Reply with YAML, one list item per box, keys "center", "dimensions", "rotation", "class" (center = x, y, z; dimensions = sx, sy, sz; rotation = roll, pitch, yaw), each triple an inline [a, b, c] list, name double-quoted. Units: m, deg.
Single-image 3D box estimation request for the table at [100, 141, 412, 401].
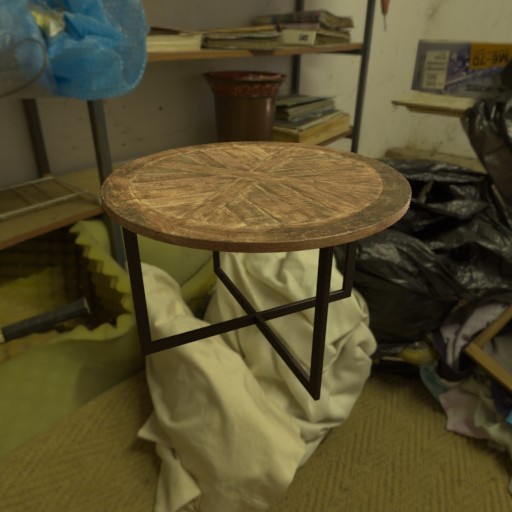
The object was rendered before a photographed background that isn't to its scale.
- center: [0.000, 0.000, 2.063]
  dimensions: [1.264, 0.762, 1.264]
  rotation: [0, 28, 0]
  class: "table"
